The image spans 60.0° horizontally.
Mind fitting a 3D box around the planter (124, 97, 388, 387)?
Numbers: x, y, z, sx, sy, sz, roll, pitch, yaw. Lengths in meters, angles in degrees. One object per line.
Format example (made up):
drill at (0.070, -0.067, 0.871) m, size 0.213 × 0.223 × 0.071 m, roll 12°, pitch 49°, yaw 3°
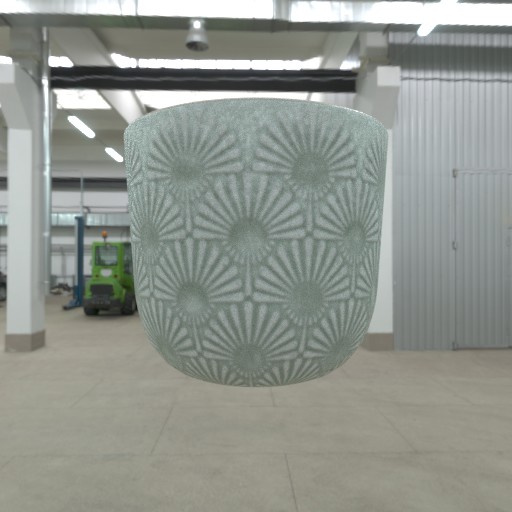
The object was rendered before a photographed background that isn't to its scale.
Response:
planter at (0.000, 0.000, 0.296) m, size 0.170 × 0.152 × 0.170 m, roll 0°, pitch 0°, yaw 0°
